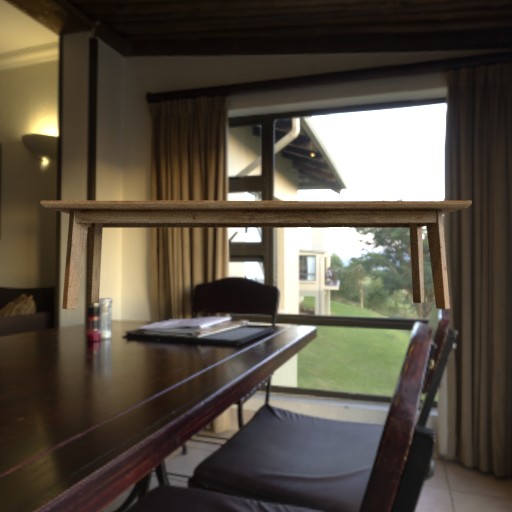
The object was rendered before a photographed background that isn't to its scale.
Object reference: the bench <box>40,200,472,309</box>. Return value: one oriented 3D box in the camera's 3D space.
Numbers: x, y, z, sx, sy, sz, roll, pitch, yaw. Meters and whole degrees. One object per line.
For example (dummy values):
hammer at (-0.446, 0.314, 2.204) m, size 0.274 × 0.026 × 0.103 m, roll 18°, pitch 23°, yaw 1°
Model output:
bench at (0.000, 0.000, 1.928) m, size 1.698 × 0.431 × 0.378 m, roll 0°, pitch -1°, yaw 0°
